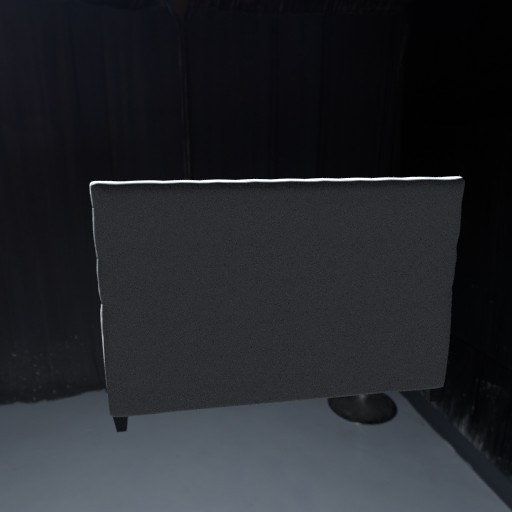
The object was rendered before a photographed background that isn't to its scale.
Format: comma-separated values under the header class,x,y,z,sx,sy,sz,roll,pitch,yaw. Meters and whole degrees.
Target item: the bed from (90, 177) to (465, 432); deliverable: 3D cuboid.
class,x,y,z,sx,sy,sz,roll,pitch,yaw
bed,0.000,0.000,3.645,2.078,1.427,2.387,-2,15,-9
